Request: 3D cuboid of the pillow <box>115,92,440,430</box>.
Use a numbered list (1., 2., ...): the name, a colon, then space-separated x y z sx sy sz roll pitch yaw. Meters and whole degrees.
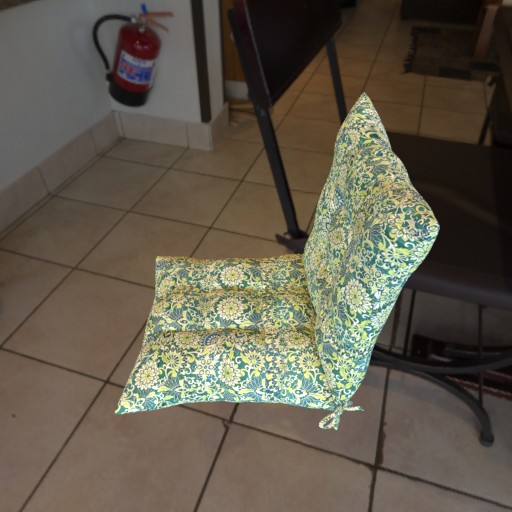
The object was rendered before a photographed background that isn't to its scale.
1. pillow: 0.000 0.000 0.966 0.585 0.536 0.541 0 41 0
